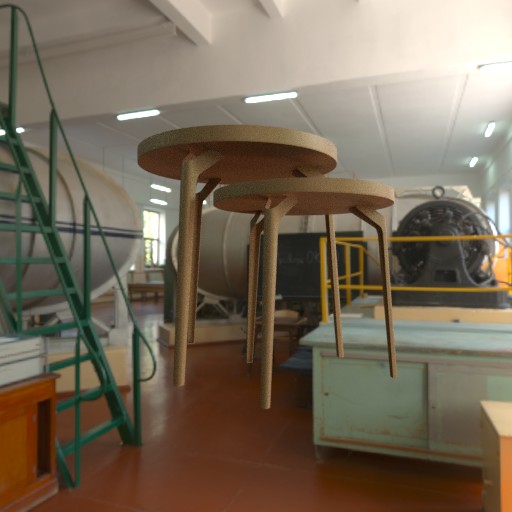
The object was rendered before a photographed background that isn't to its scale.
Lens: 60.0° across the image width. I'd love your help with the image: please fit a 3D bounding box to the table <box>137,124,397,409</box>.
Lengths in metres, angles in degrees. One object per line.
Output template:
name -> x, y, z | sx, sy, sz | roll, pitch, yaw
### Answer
table -> 0.000, 0.000, 1.138 | 0.532, 0.555, 0.751 | 1, -1, -35
